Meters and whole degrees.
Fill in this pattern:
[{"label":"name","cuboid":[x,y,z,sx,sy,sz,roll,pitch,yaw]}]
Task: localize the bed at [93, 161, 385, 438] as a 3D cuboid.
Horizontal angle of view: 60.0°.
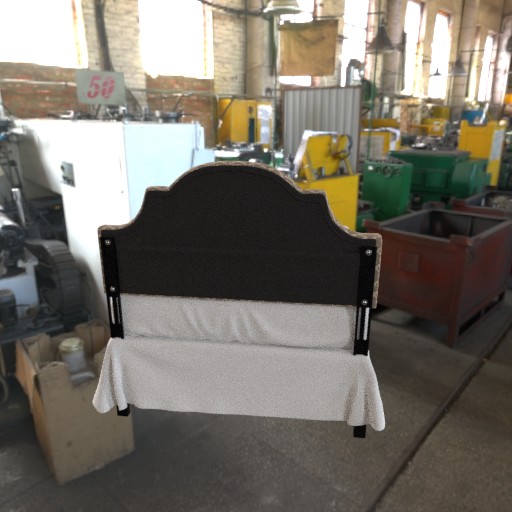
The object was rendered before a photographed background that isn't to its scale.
[{"label":"bed","cuboid":[0.000,0.000,3.452,1.780,1.633,2.222,2,18,7]}]
